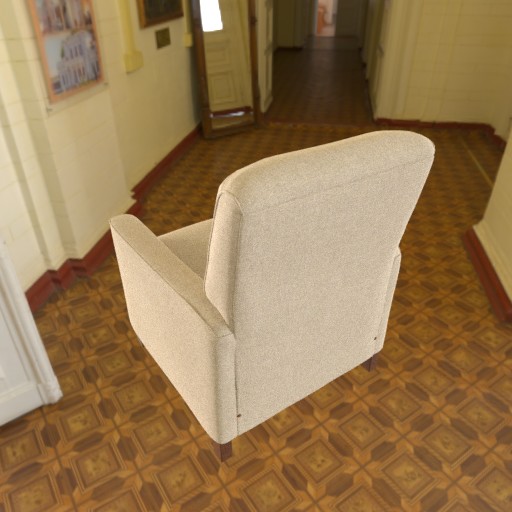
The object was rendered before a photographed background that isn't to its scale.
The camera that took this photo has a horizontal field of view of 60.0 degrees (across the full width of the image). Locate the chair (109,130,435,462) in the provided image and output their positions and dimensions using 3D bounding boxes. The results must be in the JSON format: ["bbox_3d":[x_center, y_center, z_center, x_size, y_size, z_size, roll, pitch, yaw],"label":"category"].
[{"bbox_3d":[0.000,0.000,1.634,0.845,1.023,0.859,-21,38,-29],"label":"chair"}]
